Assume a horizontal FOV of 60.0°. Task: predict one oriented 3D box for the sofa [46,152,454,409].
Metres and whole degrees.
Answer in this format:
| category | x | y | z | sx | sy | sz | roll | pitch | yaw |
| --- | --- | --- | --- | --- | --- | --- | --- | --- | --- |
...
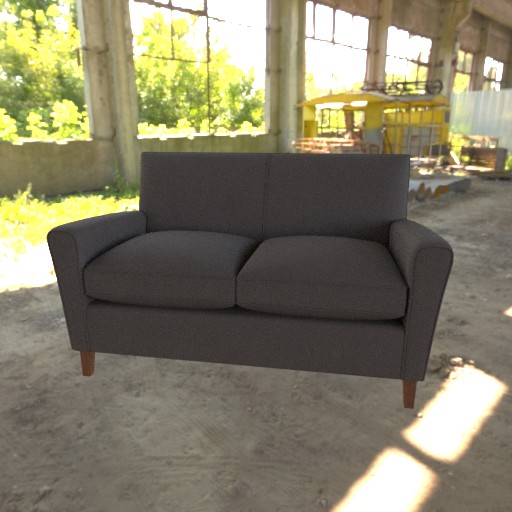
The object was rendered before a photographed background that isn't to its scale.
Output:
| category | x | y | z | sx | sy | sz | roll | pitch | yaw |
| --- | --- | --- | --- | --- | --- | --- | --- | --- | --- |
| sofa | 0.000 | 0.000 | 1.955 | 1.420 | 0.846 | 0.871 | 3 | 16 | 9 |
